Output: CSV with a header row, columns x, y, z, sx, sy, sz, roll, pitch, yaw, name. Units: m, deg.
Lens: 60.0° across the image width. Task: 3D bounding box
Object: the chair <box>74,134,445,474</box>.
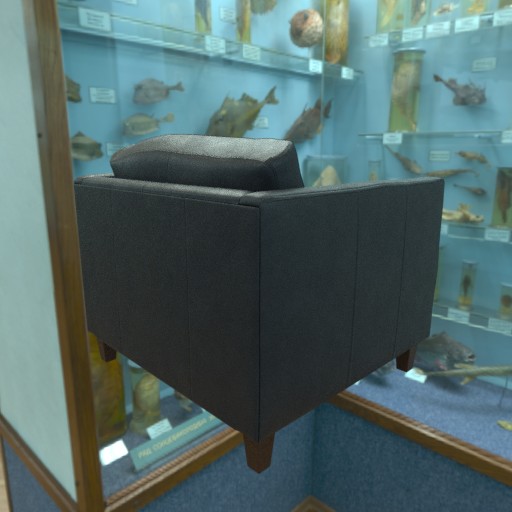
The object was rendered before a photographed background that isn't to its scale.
x,y,z,sx,sy,sz,roll,pitch,yaw,name
0.000,0.000,1.537,0.862,0.811,0.939,-13,18,-42,chair
